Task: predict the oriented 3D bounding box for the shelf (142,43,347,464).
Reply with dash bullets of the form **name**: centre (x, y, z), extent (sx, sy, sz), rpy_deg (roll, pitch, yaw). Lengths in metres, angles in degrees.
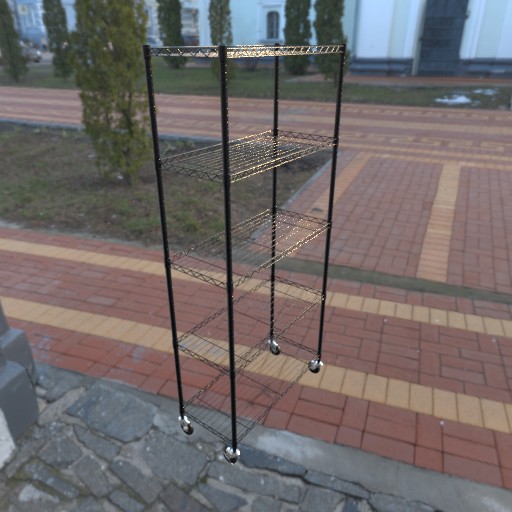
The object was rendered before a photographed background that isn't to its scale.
- **shelf**: centre (0.000, 0.000, 1.905), extent (0.356, 1.645, 0.762), rpy_deg (18, 31, 32)
